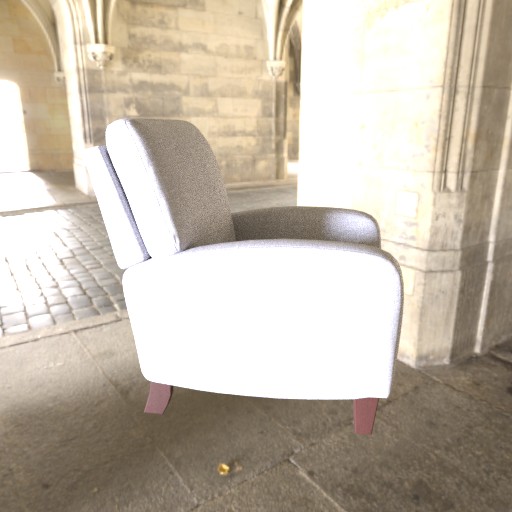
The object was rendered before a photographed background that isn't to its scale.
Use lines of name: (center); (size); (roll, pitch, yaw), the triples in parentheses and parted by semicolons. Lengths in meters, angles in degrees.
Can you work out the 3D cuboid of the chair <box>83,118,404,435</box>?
chair: (0.000, 0.000, 1.676); (0.990, 0.990, 0.762); (3, 16, 9)
